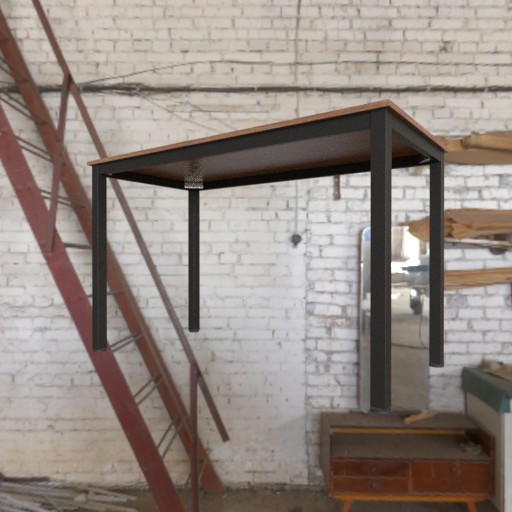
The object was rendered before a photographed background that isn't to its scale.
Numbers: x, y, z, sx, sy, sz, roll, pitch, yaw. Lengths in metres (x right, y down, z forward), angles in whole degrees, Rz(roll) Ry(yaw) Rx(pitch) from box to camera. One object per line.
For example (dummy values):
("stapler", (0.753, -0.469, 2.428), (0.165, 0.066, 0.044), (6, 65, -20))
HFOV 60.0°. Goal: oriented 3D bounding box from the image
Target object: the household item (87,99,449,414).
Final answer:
("household item", (0.000, 0.000, 1.630), (1.200, 0.750, 0.600), (0, 0, 36))
